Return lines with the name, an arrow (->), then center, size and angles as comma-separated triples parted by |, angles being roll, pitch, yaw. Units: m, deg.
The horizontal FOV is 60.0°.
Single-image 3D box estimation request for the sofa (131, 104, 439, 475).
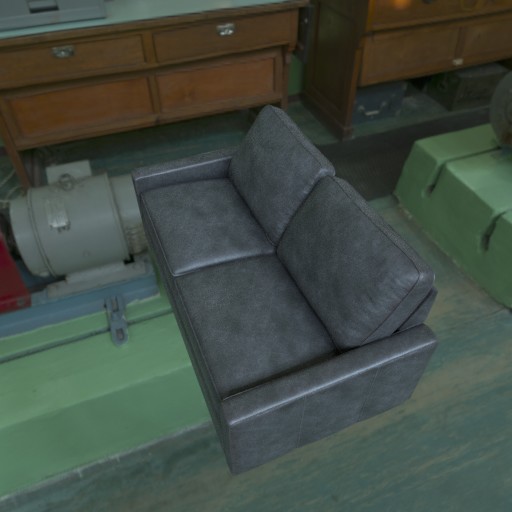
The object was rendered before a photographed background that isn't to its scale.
sofa -> 0.000, 0.000, 2.319 | 0.939, 0.916, 1.732 | -17, 48, -16
